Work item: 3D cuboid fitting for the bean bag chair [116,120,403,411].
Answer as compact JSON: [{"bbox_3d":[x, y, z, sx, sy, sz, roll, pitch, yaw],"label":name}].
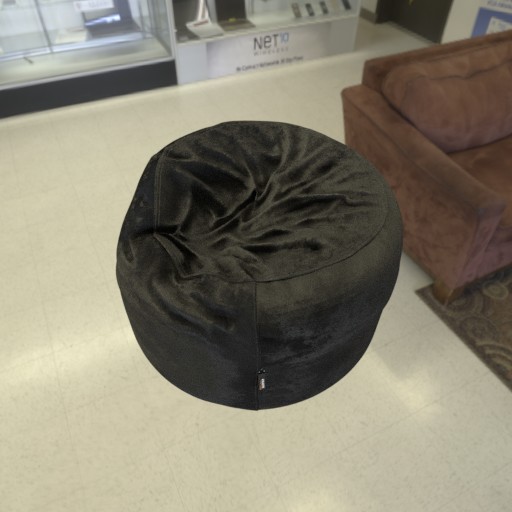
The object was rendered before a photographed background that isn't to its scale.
[{"bbox_3d":[0.000,0.000,1.505,0.918,0.605,0.918,0,46,0],"label":"bean bag chair"}]
